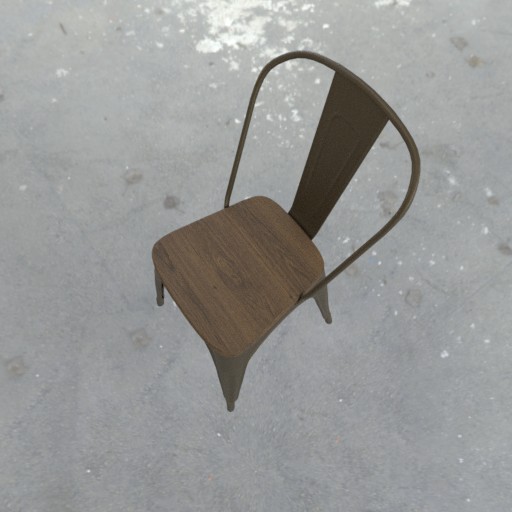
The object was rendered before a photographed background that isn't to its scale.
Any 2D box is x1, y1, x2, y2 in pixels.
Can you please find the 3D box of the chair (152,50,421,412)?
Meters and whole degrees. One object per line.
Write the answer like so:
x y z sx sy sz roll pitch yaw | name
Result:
0.000 0.000 1.148 0.532 0.844 0.451 -33 69 -15 | chair
